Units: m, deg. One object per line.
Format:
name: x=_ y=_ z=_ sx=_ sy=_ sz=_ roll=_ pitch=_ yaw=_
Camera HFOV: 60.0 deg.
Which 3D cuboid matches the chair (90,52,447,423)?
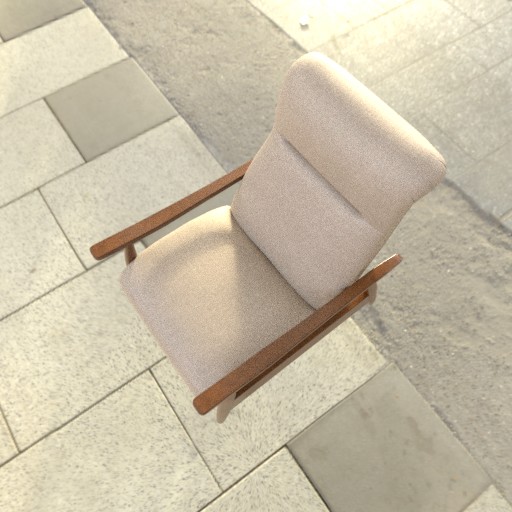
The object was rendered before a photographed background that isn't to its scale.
chair: x=0.000 y=0.000 z=1.766 sx=1.030 sy=1.082 sz=0.762 roll=-35 pitch=69 yaw=-15
